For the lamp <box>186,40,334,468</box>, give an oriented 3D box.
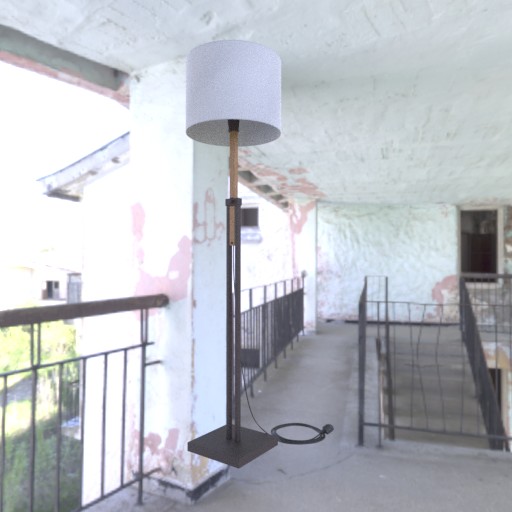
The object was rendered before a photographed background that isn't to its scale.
[{"bbox_3d":[0.000,0.000,1.963,0.474,1.650,0.639,-1,-1,36],"label":"lamp"}]
